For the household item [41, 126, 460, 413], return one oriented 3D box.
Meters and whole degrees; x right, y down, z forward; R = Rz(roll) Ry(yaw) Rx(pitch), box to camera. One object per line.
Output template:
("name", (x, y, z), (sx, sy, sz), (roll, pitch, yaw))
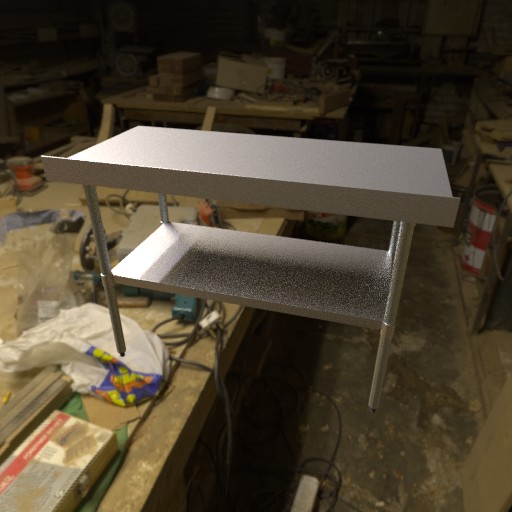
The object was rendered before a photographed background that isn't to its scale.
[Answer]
("household item", (0.000, 0.000, 1.693), (1.219, 0.851, 0.610), (8, 31, 14))
